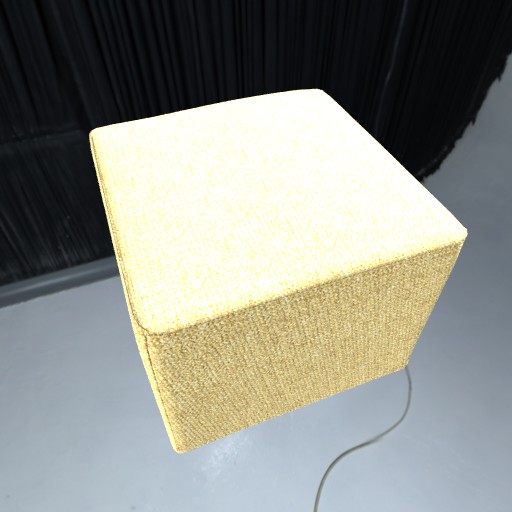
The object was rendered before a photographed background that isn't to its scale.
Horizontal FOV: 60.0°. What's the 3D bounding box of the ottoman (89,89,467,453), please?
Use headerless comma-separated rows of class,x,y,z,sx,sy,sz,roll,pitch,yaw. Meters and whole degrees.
ottoman,0.000,0.000,0.887,0.505,0.441,0.512,-16,49,-14
